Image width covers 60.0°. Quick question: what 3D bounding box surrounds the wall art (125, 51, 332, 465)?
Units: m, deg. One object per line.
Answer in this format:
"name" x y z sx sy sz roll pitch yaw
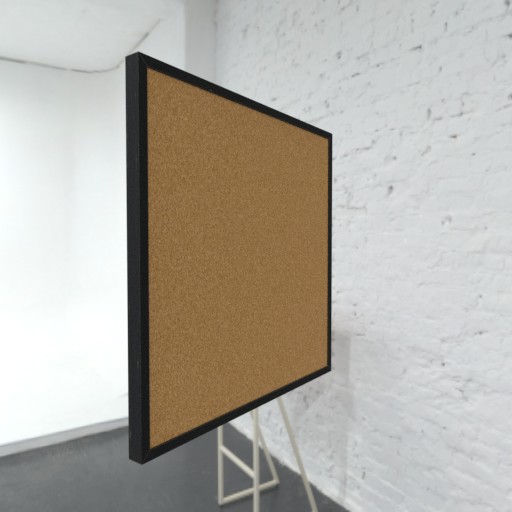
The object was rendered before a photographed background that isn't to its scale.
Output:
"wall art" 0.000 0.000 1.129 0.037 0.761 0.761 1 2 37
